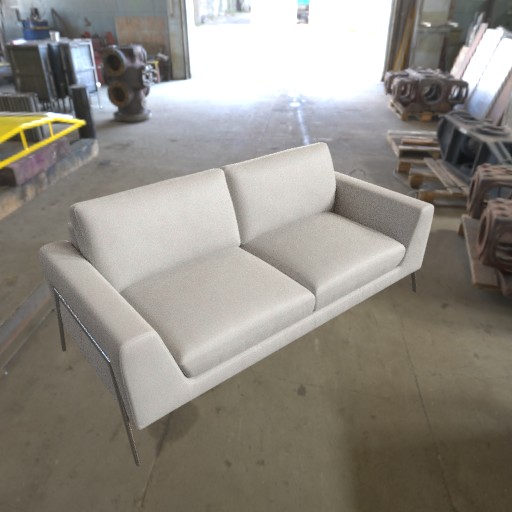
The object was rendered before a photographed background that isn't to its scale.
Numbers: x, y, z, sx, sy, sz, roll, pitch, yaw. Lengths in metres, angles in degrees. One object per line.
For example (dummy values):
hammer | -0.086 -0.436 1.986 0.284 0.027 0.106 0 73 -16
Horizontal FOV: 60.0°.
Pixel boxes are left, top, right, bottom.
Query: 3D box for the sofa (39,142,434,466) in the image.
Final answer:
sofa | 0.000 0.000 2.479 2.017 0.875 0.953 -22 37 -33
